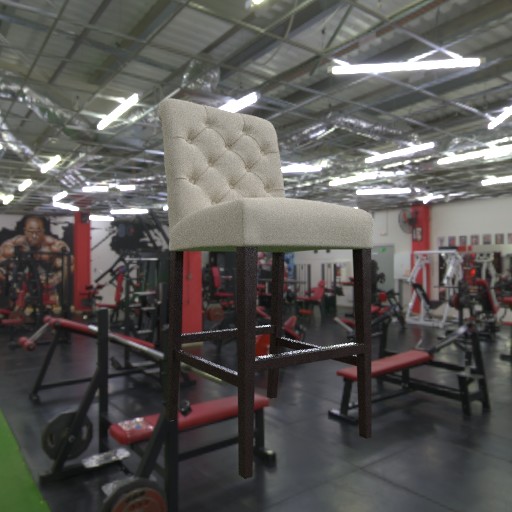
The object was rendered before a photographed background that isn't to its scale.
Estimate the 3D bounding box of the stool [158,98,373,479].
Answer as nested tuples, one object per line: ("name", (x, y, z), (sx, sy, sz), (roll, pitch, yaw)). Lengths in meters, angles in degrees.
("stool", (0.000, 0.000, 1.467), (0.482, 1.118, 0.610), (0, -1, -34))
